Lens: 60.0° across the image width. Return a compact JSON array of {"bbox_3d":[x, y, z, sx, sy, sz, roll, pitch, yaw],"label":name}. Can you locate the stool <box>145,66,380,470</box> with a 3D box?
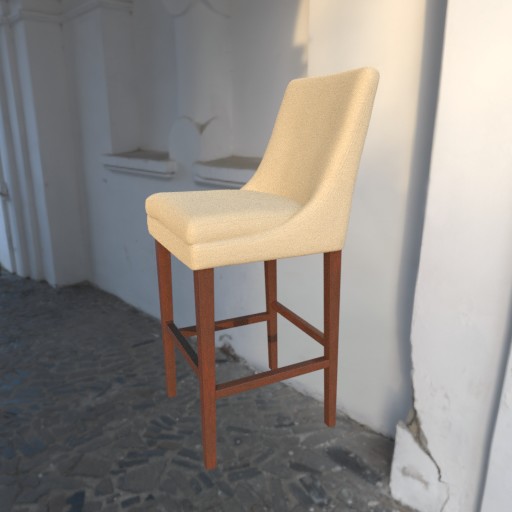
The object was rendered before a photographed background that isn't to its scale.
[{"bbox_3d":[0.000,0.000,1.378,0.577,1.078,0.470,-8,18,-25],"label":"stool"}]
